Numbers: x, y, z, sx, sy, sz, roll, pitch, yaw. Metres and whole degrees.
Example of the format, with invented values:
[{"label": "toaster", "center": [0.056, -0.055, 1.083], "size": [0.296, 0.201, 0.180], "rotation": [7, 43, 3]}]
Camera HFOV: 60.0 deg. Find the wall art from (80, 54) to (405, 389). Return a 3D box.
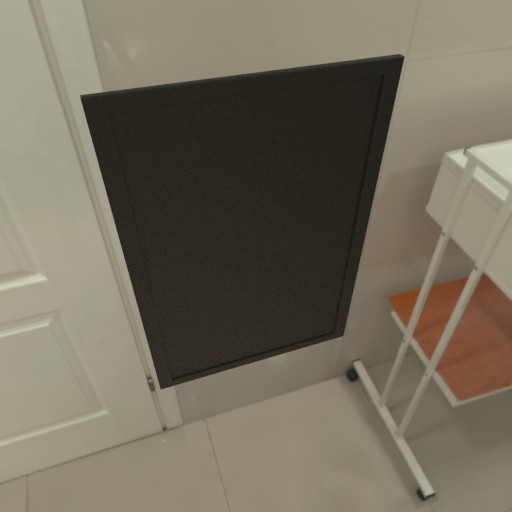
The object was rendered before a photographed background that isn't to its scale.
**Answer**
[{"label": "wall art", "center": [0.000, 0.000, 0.816], "size": [0.451, 0.661, 0.012], "rotation": [-13, 44, -14]}]
